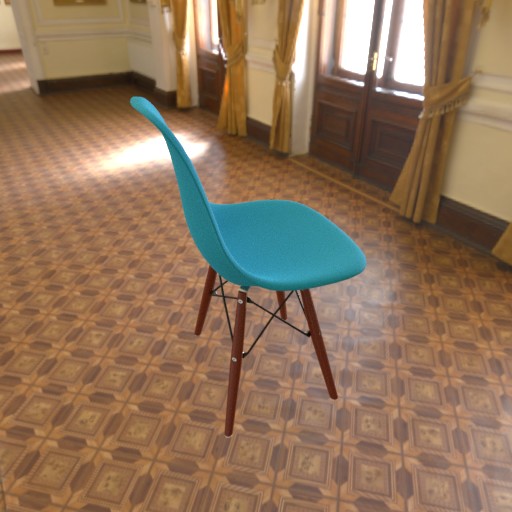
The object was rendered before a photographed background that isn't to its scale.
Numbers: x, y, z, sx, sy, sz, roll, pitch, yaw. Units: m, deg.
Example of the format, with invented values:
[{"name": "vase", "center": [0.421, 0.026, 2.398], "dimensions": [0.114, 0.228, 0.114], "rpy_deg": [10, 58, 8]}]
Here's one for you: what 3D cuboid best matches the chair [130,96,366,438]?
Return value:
[{"name": "chair", "center": [0.000, 0.000, 1.180], "dimensions": [0.533, 0.826, 0.470], "rpy_deg": [-11, 33, -17]}]
